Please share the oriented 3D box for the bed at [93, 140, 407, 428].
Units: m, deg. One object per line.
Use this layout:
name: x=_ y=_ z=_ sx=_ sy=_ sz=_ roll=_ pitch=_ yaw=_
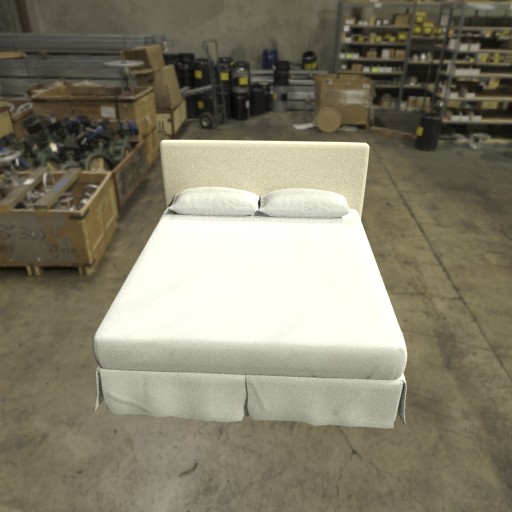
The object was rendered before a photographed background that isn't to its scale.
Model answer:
bed: x=0.000 y=0.000 z=3.665 sx=2.119 sy=1.317 sz=2.341 roll=1 pitch=29 yaw=3
